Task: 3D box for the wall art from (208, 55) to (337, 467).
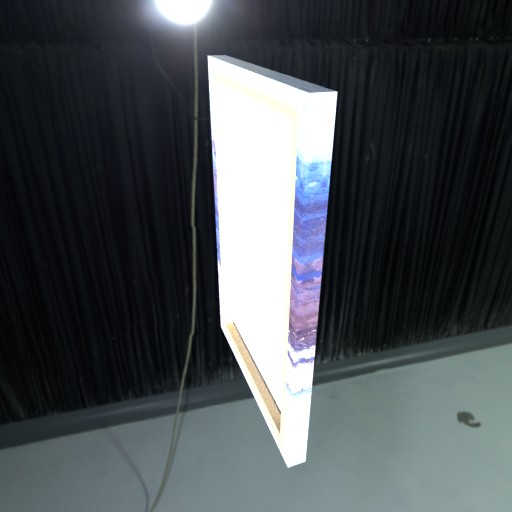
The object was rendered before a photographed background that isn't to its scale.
[{"bbox_3d":[0.000,0.000,1.116,0.048,0.874,0.583,-10,31,-18],"label":"wall art"}]
